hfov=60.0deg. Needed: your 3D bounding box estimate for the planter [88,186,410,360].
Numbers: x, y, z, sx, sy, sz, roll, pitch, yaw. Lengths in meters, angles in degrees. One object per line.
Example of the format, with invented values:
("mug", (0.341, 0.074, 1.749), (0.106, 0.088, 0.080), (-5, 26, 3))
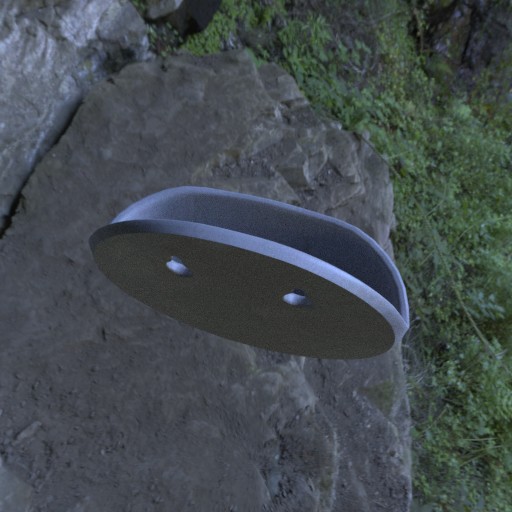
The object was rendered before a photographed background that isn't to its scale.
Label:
("planter", (0.000, 0.000, 0.275), (0.190, 0.164, 0.073), (14, 65, 7))
